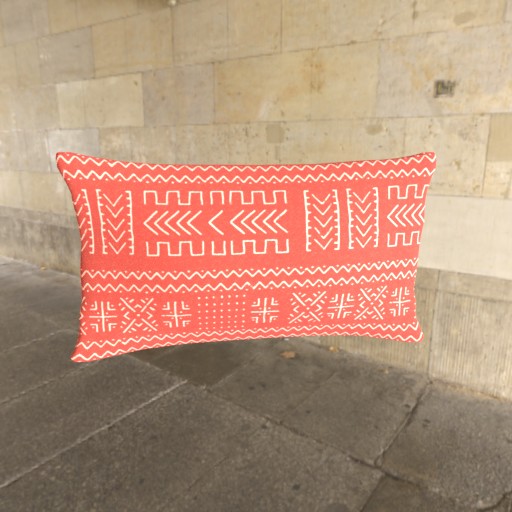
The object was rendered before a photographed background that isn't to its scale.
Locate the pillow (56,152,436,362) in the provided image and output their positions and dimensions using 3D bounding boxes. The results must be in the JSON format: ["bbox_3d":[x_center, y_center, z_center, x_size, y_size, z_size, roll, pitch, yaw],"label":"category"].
[{"bbox_3d":[0.000,0.000,0.770,0.640,0.352,0.130,-2,14,-8],"label":"pillow"}]
